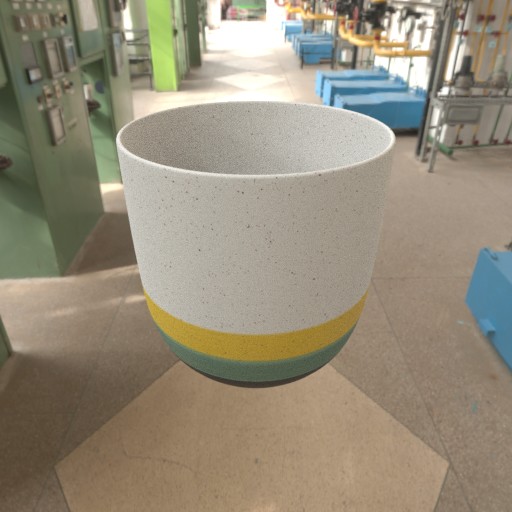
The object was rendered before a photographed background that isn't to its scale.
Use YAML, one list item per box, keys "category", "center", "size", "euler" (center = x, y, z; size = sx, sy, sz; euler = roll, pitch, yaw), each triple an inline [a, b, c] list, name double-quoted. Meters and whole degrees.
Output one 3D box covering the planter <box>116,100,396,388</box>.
- category: "planter"
  center: [0.000, 0.000, 0.373]
  size: [0.195, 0.214, 0.195]
  euler: [0, 31, 0]
